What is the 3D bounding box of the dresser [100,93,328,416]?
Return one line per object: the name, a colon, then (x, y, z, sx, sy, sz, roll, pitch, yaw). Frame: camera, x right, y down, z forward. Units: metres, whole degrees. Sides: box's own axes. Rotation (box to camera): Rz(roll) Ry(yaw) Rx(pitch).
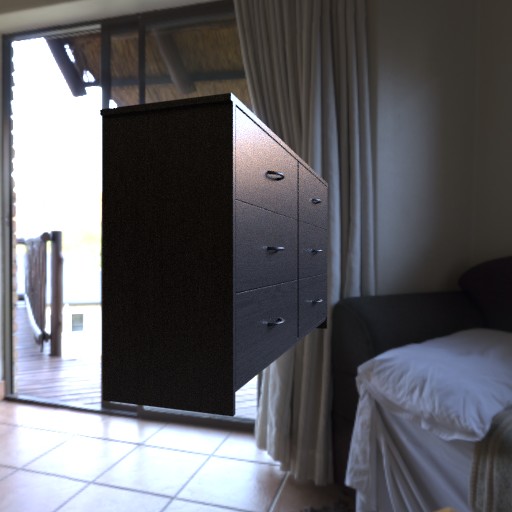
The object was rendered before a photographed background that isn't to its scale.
dresser: (0.000, 0.000, 1.723, 0.401, 0.755, 1.360, 0, 0, 19)
